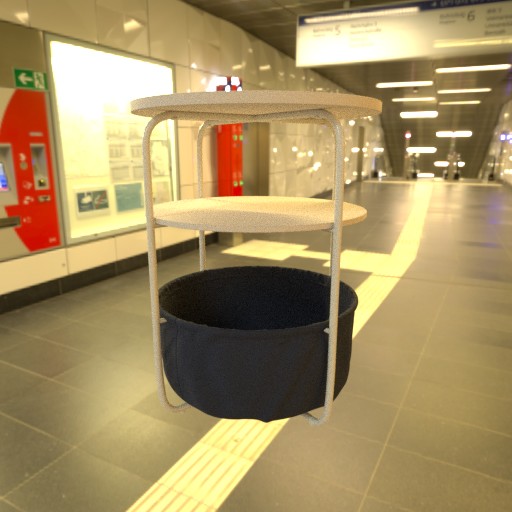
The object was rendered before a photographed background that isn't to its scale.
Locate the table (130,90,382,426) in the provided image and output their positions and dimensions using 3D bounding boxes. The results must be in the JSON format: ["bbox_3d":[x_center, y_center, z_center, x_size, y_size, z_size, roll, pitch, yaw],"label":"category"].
[{"bbox_3d":[0.000,0.000,0.825,0.418,0.532,0.418,2,14,9],"label":"table"}]
